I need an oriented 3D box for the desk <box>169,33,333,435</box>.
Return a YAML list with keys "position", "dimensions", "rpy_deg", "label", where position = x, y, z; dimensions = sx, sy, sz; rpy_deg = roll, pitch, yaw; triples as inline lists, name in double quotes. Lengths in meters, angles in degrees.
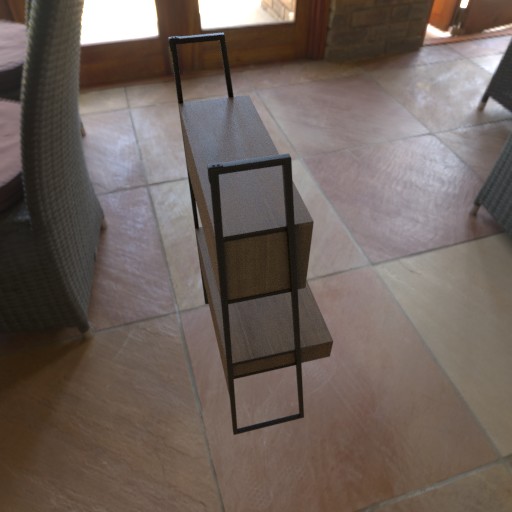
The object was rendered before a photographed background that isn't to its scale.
- position: [0.000, 0.000, 2.231]
  dimensions: [0.515, 1.809, 0.982]
  rpy_deg: [-10, 47, -10]
  label: "desk"
